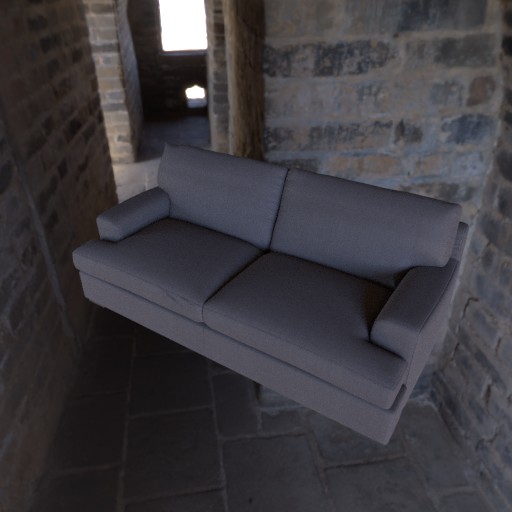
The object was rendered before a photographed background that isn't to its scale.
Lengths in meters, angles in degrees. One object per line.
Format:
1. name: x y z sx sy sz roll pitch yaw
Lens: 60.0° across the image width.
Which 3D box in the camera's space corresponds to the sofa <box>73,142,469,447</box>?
1. sofa: 0.000 0.000 2.800 2.271 0.950 1.140 19 35 28
